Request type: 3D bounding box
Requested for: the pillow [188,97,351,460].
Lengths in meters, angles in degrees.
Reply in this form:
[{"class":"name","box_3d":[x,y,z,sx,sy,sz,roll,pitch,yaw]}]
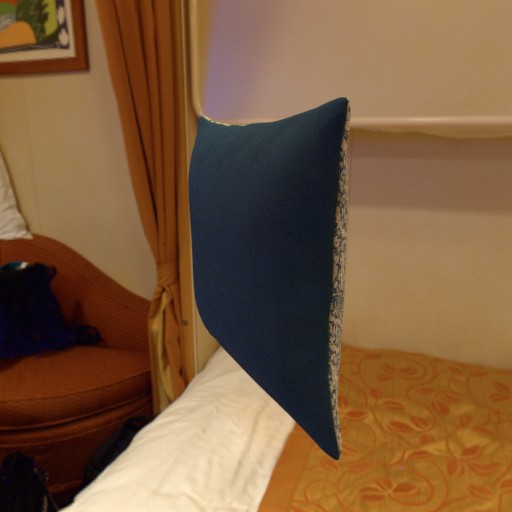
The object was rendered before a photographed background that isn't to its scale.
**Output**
[{"class":"pillow","box_3d":[0.000,0.000,0.808,0.166,0.510,0.523,-7,16,-26]}]
